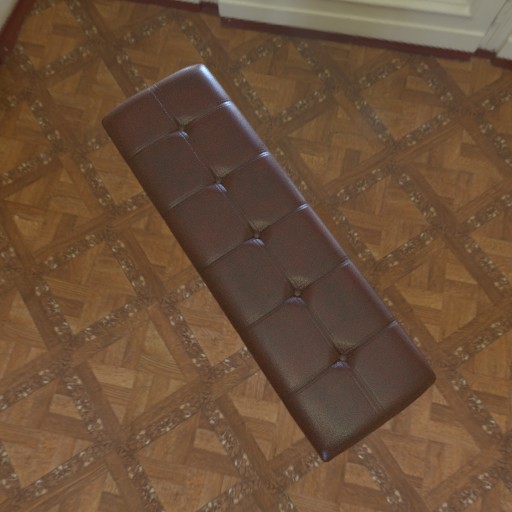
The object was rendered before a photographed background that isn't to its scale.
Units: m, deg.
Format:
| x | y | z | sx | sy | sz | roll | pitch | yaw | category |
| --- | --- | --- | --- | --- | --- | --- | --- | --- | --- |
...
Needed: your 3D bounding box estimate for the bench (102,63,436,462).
| x | y | z | sx | sy | sz | roll | pitch | yaw | category |
| --- | --- | --- | --- | --- | --- | --- | --- | --- | --- |
| 0.000 | 0.000 | 1.526 | 0.401 | 0.491 | 1.259 | -33 | 78 | -8 | bench |
